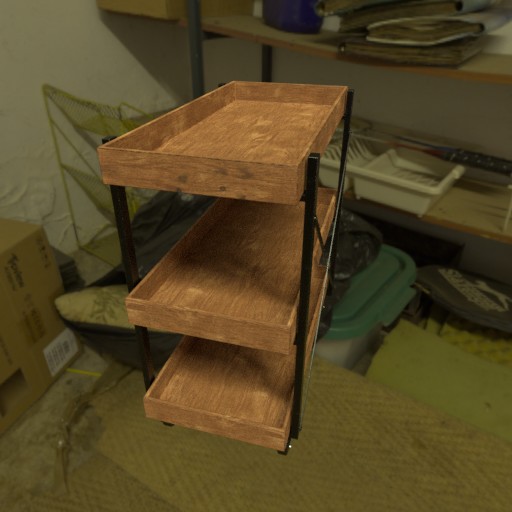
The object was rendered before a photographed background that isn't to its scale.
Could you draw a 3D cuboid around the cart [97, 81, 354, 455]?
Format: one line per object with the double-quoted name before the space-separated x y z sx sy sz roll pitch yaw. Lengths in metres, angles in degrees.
"cart" 0.000 0.000 1.244 0.411 0.800 0.750 8 31 14
